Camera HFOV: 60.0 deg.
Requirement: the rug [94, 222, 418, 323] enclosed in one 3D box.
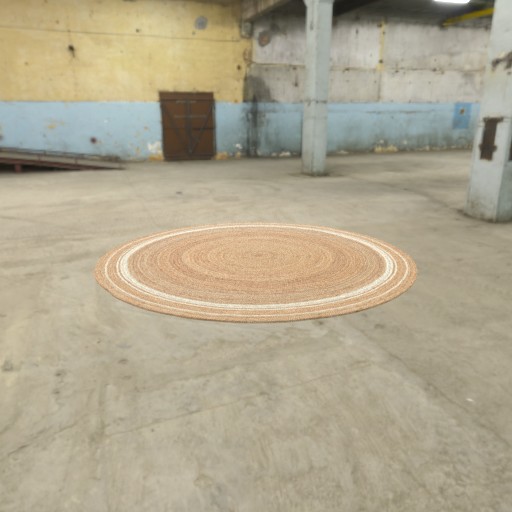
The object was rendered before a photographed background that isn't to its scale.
[{"bbox_3d":[0.000,0.000,3.554,2.444,0.015,2.444,0,17,0],"label":"rug"}]
